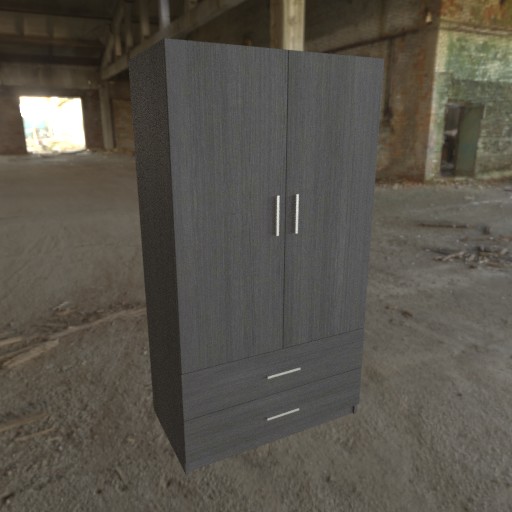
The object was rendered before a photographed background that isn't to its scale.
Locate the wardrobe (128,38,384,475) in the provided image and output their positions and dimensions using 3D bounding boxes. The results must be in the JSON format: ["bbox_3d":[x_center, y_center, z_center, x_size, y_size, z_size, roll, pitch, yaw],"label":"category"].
[{"bbox_3d":[0.000,0.000,2.204,0.991,1.808,0.577,-8,18,-26],"label":"wardrobe"}]
